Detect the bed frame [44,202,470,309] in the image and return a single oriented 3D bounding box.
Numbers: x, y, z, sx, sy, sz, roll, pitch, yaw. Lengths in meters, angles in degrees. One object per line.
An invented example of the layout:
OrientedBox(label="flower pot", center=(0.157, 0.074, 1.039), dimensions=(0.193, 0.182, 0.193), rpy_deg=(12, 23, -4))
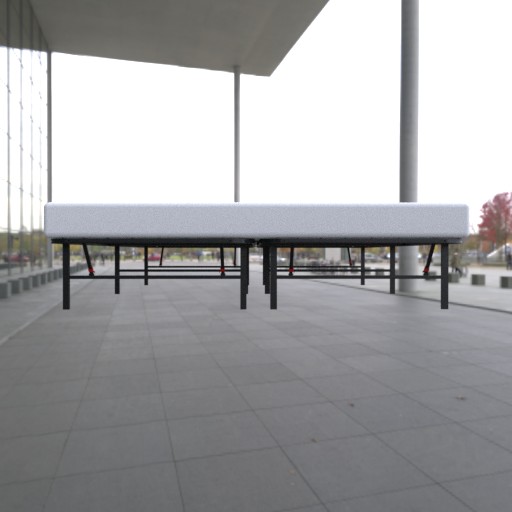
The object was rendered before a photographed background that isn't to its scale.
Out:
OrientedBox(label="bed frame", center=(0.000, 0.000, 3.064), dimensions=(2.033, 0.525, 1.935), rpy_deg=(0, 0, 0))
